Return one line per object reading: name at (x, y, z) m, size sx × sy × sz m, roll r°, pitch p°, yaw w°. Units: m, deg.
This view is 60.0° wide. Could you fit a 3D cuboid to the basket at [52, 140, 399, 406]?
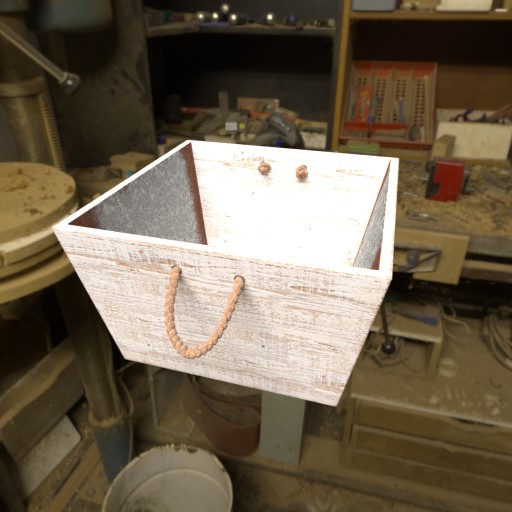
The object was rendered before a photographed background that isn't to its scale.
basket at (0.000, 0.000, 0.738) m, size 0.413 × 0.247 × 0.545 m, roll 9°, pitch 31°, yaw 14°
